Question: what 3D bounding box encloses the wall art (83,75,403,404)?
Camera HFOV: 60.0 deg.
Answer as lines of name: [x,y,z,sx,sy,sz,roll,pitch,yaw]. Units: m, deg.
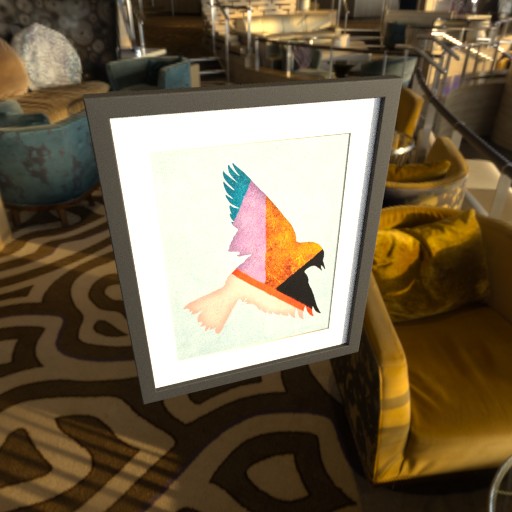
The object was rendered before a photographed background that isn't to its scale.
wall art: [0.000,0.000,0.762,0.457,0.558,0.028,-10,33,-15]
